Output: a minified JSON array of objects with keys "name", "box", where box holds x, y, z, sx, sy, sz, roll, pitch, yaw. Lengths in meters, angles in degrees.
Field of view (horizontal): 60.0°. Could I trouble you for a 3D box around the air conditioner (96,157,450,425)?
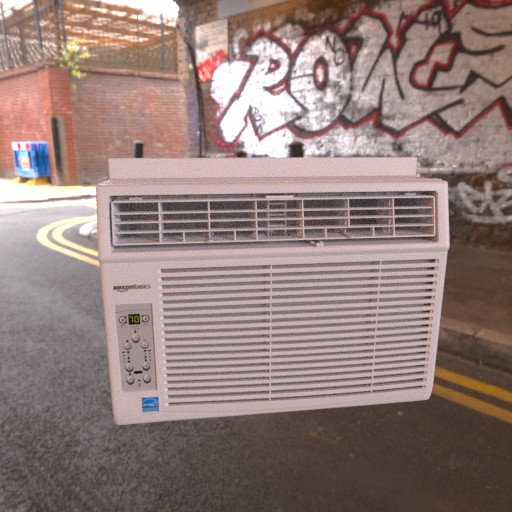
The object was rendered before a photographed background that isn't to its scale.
[{"name":"air conditioner","box":[0.000,0.000,0.874,0.503,0.388,0.546,-2,14,-8]}]
